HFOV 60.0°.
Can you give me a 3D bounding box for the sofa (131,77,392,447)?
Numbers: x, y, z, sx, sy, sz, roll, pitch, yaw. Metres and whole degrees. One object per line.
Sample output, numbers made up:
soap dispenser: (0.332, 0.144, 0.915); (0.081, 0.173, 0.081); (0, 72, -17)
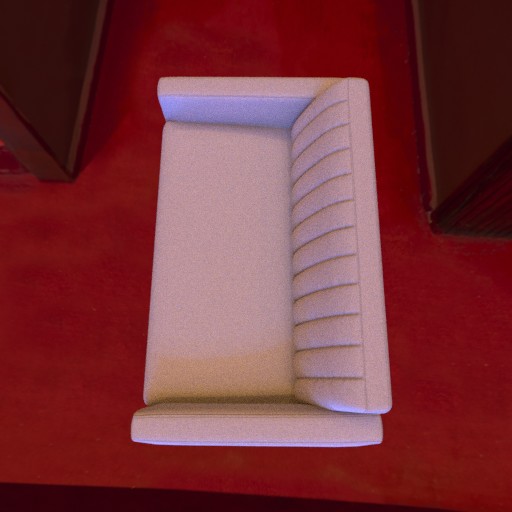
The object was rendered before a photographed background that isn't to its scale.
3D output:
sofa: (0.000, 0.000, 2.061); (0.950, 0.801, 1.585); (0, 74, 0)
